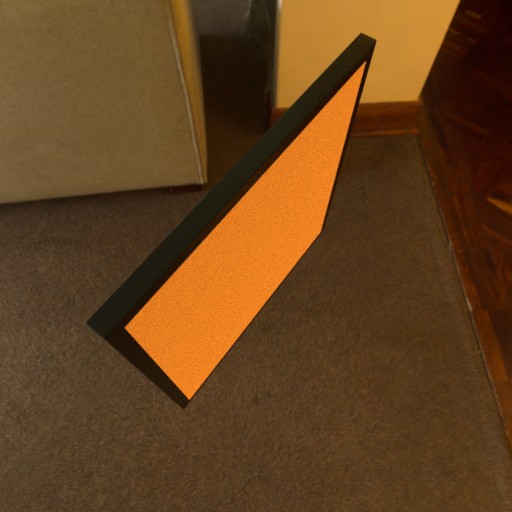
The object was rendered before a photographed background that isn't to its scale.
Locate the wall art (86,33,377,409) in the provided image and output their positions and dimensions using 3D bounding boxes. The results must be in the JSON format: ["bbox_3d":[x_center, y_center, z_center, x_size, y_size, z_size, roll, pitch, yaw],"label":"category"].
[{"bbox_3d":[0.000,0.000,1.092,0.038,0.761,0.755,34,68,15],"label":"wall art"}]
